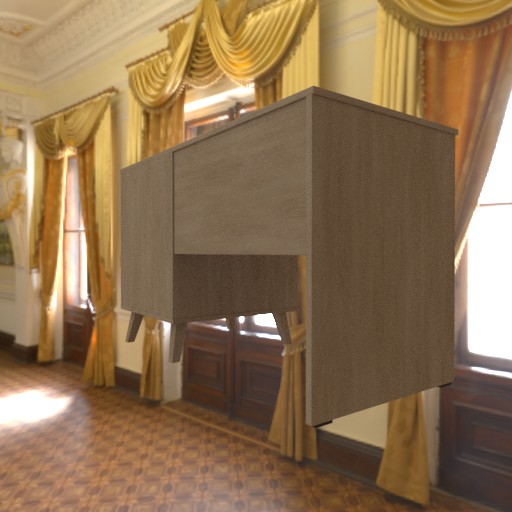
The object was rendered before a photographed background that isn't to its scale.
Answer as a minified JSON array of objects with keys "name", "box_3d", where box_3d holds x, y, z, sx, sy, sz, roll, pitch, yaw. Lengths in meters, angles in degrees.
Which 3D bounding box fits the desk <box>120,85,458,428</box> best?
[{"name":"desk","box_3d":[0.000,0.000,1.668,0.600,0.770,1.251,0,1,-36]}]
